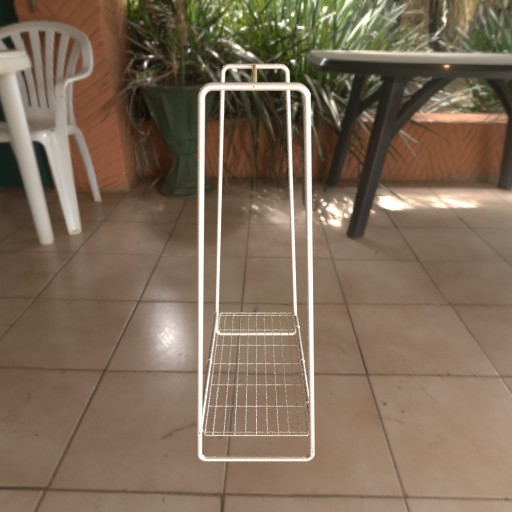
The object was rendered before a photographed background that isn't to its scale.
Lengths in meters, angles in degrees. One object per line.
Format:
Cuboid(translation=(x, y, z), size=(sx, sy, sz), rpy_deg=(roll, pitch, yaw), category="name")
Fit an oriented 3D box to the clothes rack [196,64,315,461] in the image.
Cuboid(translation=(0.000, 0.000, 1.941), size=(0.495, 1.500, 0.900), rpy_deg=(0, 26, 0), category="clothes rack")
